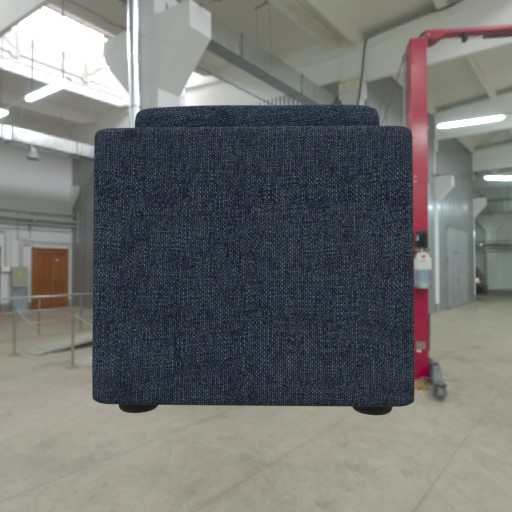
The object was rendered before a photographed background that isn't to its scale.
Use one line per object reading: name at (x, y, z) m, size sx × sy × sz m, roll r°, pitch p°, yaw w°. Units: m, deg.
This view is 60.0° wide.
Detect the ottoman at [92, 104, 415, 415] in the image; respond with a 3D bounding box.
ottoman at (0.000, 0.000, 0.830) m, size 0.450 × 0.460 × 0.450 m, roll 0°, pitch -1°, yaw 2°
